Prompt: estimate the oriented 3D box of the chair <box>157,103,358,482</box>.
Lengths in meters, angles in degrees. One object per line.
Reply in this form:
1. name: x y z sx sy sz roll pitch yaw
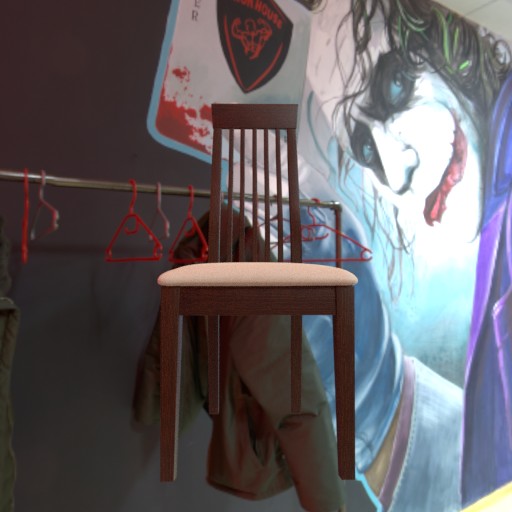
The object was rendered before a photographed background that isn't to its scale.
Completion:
1. chair: 0.000 0.000 1.240 0.460 1.027 0.474 0 -1 -1
